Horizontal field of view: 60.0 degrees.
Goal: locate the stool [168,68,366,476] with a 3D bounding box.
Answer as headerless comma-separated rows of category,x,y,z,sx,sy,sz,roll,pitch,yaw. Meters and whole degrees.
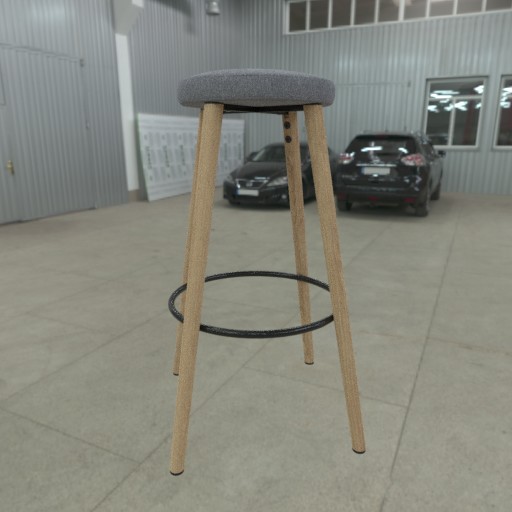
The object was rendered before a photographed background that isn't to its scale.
stool,0.000,0.000,0.997,0.410,0.770,0.410,-2,15,-9
